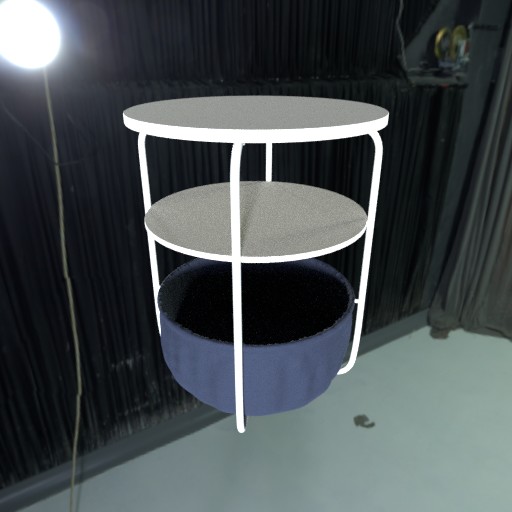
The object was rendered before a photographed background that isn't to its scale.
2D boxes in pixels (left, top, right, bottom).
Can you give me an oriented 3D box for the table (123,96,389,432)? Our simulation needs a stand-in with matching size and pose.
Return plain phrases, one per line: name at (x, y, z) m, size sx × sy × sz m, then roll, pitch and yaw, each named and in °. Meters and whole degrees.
table at (0.000, 0.000, 0.836) m, size 0.418 × 0.532 × 0.418 m, roll -18°, pitch 30°, yaw -33°
